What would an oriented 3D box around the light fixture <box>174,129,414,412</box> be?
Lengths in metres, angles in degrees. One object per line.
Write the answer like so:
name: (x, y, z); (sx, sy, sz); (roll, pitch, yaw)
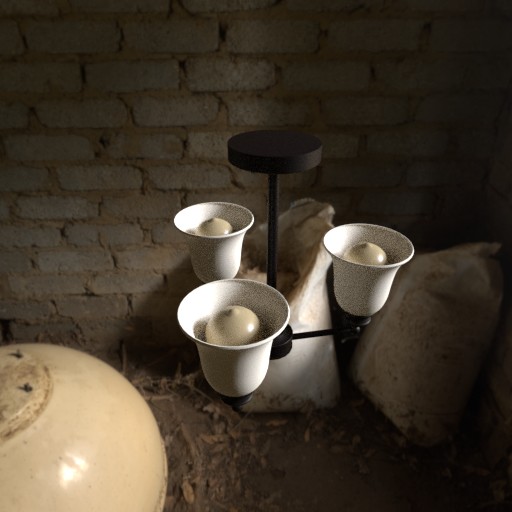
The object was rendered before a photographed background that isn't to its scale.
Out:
light fixture: (0.000, 0.000, 0.682); (0.388, 0.370, 0.354); (-23, 37, -34)
